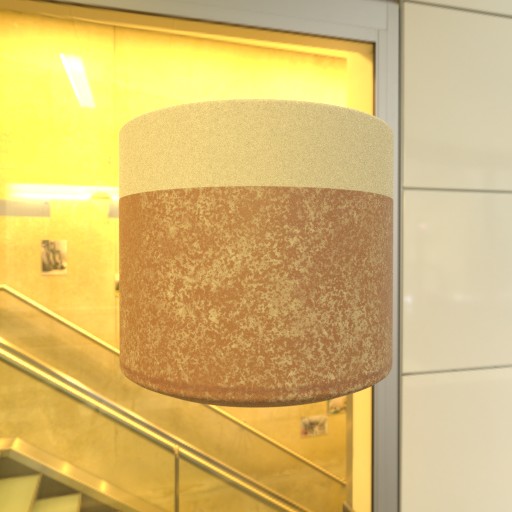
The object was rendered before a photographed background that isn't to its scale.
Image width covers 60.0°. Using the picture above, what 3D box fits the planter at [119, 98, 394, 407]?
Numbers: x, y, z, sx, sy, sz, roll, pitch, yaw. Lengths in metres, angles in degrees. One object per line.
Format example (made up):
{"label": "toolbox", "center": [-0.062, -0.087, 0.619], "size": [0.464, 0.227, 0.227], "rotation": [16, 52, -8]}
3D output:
{"label": "planter", "center": [0.000, 0.000, 0.268], "size": [0.159, 0.138, 0.159], "rotation": [0, 1, 0]}
